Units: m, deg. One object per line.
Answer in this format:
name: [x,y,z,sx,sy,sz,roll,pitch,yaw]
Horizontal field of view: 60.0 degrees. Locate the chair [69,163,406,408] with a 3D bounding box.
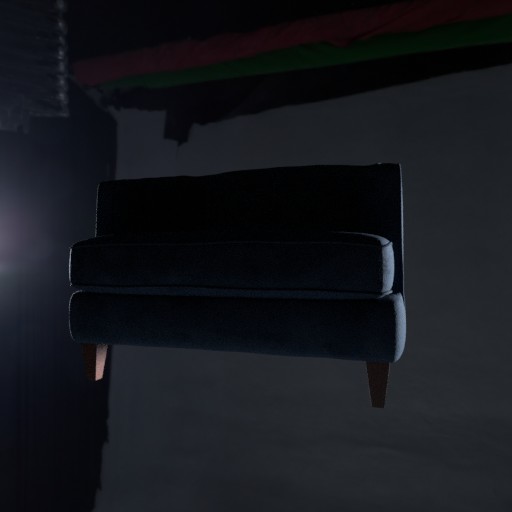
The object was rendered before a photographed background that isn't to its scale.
chair: [0.000,0.000,1.727,1.094,0.852,0.940,0,-1,17]
